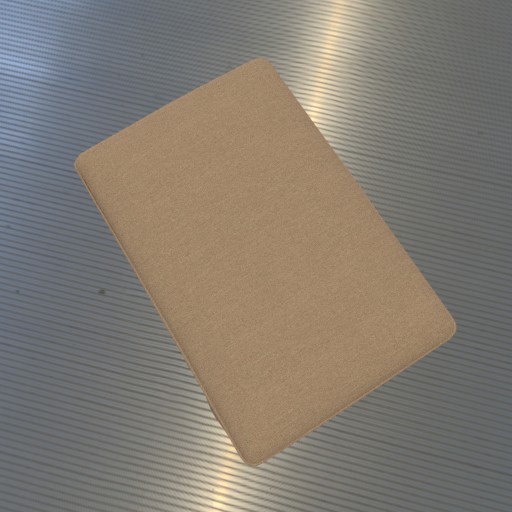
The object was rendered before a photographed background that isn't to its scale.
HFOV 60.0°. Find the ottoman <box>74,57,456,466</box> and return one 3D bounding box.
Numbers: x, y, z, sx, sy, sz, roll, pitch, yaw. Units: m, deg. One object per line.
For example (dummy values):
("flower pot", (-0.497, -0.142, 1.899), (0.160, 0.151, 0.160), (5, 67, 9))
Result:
("ottoman", (0.000, 0.000, 1.330), (0.636, 0.521, 0.945), (-31, 78, -7))
